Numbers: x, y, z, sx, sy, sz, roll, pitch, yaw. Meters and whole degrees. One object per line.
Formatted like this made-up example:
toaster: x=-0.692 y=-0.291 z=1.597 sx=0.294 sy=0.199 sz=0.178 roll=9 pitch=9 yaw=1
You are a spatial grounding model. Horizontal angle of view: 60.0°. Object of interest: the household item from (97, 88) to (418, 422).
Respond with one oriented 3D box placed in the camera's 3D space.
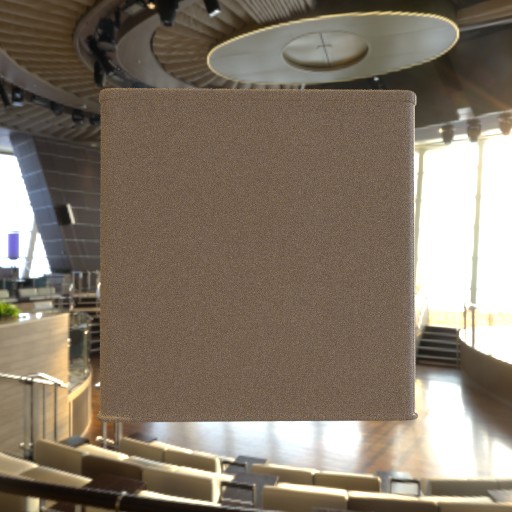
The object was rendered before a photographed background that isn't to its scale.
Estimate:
household item: x=0.000 y=0.000 z=0.557 sx=0.305 sy=0.305 sz=0.305 roll=0 pitch=0 yaw=-1
